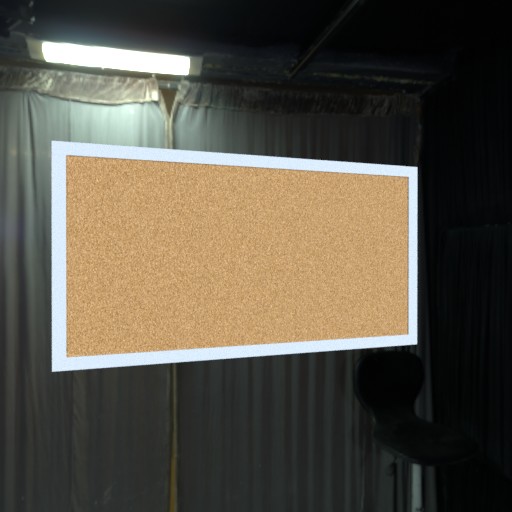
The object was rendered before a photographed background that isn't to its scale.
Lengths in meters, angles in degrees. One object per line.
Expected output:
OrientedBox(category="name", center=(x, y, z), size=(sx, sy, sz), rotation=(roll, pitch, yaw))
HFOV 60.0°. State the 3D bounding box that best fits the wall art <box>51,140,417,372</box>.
OrientedBox(category="wall art", center=(0.000, 0.000, 0.969), size=(0.812, 0.431, 0.038), rotation=(0, 0, -18))
